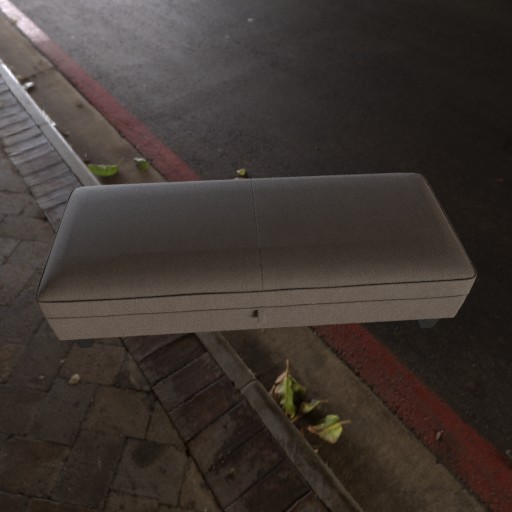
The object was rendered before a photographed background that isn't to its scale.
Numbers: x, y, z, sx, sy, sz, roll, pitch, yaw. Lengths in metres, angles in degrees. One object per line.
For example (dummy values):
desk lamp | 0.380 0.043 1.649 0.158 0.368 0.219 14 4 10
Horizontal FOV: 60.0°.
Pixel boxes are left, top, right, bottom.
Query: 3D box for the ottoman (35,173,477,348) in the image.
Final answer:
ottoman | 0.000 0.000 2.075 1.764 0.470 0.751 -3 47 -3
